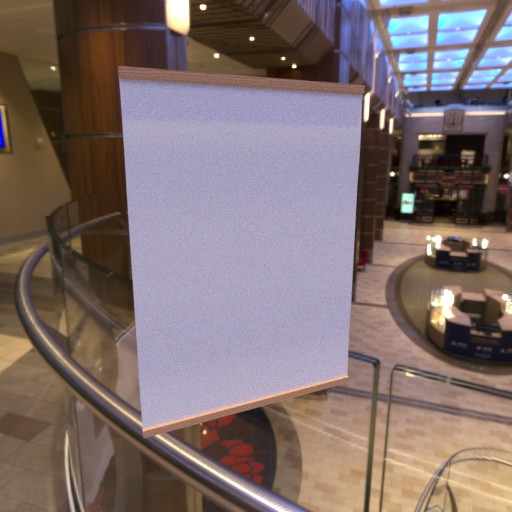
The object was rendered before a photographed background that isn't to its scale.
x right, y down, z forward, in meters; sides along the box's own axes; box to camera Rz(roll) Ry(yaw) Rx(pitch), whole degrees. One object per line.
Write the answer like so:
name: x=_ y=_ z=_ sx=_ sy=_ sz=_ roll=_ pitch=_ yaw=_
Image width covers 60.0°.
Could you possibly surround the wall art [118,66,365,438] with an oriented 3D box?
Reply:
wall art: x=0.000 y=0.000 z=1.344 sx=0.739 sy=1.016 sz=0.020 roll=-6 pitch=15 yaw=-25
